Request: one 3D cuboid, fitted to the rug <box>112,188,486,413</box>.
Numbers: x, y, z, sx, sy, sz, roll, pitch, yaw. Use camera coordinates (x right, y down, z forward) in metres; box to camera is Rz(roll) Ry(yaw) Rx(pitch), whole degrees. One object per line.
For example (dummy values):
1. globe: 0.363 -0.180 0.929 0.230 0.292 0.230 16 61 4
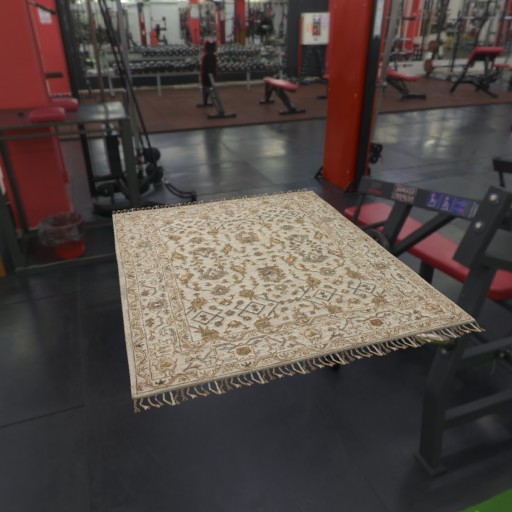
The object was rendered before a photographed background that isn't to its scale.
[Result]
1. rug: 0.000 0.000 4.045 2.426 0.034 3.061 -9 30 -16
